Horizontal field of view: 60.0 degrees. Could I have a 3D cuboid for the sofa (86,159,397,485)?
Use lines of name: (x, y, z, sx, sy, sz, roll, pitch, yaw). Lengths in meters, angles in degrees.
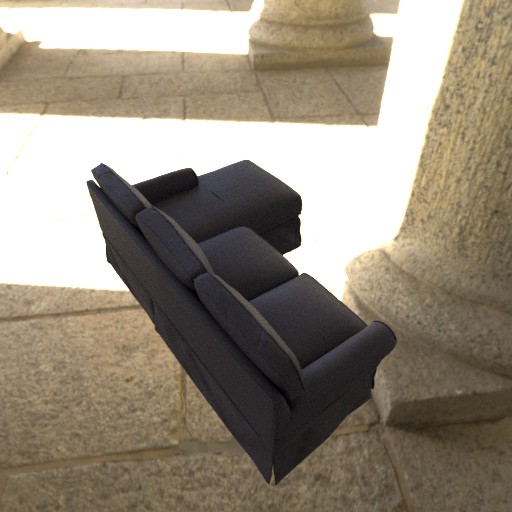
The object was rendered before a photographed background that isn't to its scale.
sofa: (0.000, 0.000, 3.377, 1.637, 1.039, 2.518, -26, 47, -27)
